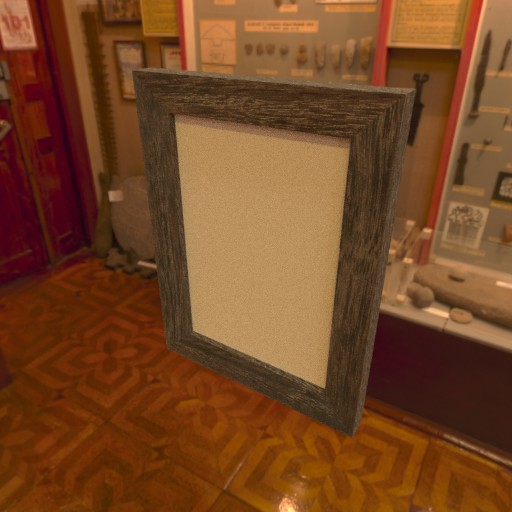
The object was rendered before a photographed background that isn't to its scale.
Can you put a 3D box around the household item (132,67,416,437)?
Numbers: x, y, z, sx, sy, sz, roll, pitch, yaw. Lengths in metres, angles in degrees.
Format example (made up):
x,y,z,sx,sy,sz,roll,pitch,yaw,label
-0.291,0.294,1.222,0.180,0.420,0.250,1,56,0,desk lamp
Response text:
x,y,z,sx,sy,sz,roll,pitch,yaw,label
0.000,0.000,0.280,0.160,0.210,0.020,17,33,28,household item
